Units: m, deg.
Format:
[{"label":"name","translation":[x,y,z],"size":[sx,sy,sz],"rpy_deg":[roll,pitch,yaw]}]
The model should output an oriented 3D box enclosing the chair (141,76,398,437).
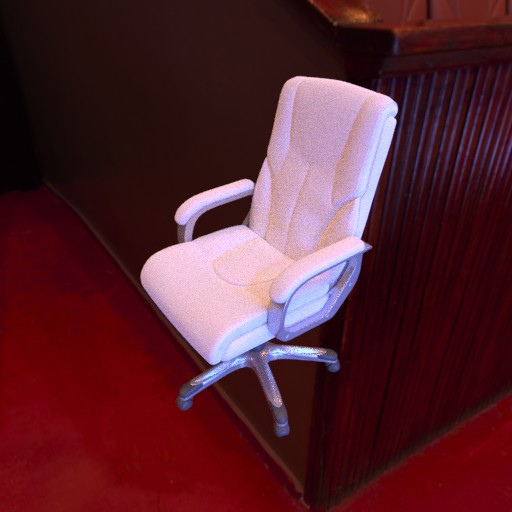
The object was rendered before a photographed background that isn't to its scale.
[{"label":"chair","translation":[0.000,0.000,1.594],"size":[0.738,1.120,0.687],"rpy_deg":[-21,37,-30]}]
